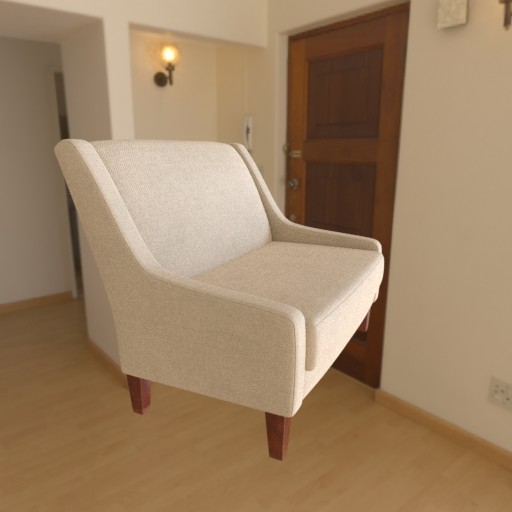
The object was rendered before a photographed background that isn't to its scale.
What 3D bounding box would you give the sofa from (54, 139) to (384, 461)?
[{"bbox_3d":[0.000,0.000,1.921,0.946,0.976,1.212,7,15,26],"label":"sofa"}]
